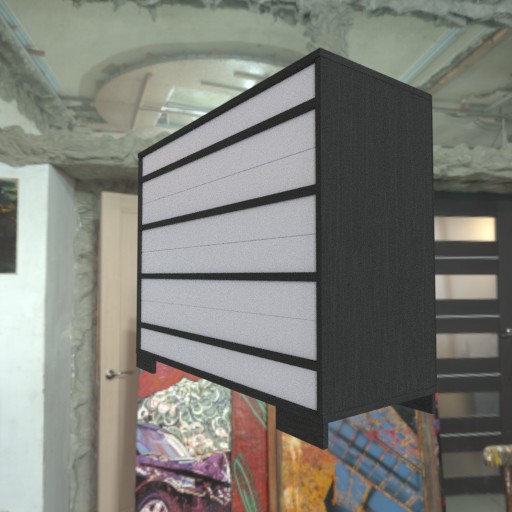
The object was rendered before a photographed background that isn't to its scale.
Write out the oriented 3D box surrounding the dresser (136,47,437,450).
[{"bbox_3d":[0.000,0.000,1.413,0.404,0.816,0.994,2,-3,-36],"label":"dresser"}]
